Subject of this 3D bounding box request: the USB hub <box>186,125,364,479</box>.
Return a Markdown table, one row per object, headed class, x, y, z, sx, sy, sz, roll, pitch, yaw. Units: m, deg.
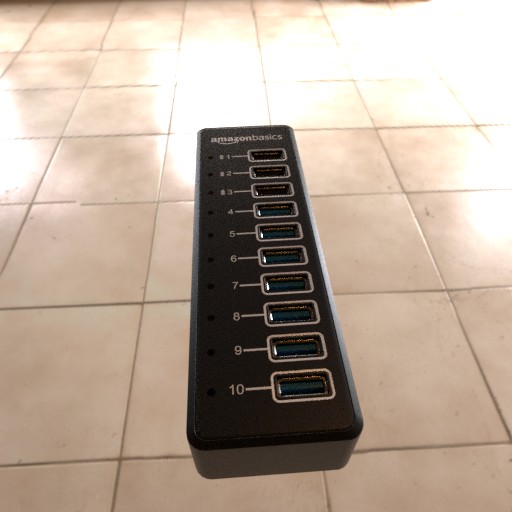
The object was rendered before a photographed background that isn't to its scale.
| class | x | y | z | sx | sy | sz | roll | pitch | yaw |
| --- | --- | --- | --- | --- | --- | --- | --- | --- | --- |
| USB hub | 0.000 | 0.000 | 0.164 | 0.044 | 0.023 | 0.145 | -3 | 47 | -3 |
